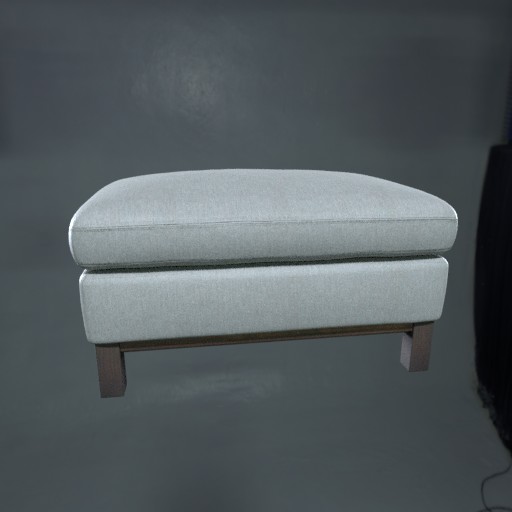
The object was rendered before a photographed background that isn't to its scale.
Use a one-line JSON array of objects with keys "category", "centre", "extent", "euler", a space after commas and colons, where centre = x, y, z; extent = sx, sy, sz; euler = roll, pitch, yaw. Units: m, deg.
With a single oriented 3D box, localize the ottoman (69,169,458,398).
[{"category": "ottoman", "centre": [0.000, 0.000, 1.057], "extent": [0.735, 0.404, 0.528], "euler": [-2, 16, -8]}]
